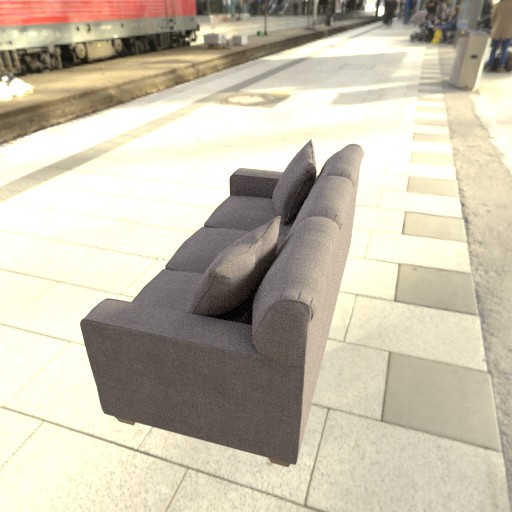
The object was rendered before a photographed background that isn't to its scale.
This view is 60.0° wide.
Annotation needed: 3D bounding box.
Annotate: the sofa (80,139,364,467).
[{"bbox_3d":[0.000,0.000,2.608,0.997,0.958,2.024,9,31,15],"label":"sofa"}]
